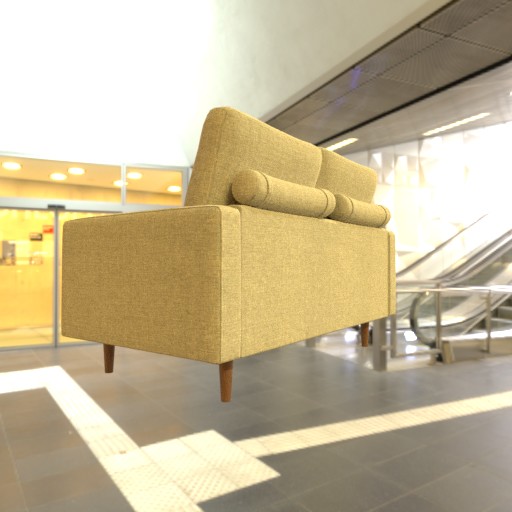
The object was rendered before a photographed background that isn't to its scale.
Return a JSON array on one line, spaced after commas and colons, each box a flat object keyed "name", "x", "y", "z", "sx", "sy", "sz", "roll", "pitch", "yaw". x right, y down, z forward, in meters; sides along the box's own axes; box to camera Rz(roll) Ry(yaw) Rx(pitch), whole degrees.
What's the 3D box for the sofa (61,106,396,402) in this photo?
[{"name": "sofa", "x": 0.000, "y": 0.000, "z": 1.972, "sx": 0.842, "sy": 0.907, "sz": 1.407, "roll": 0, "pitch": -1, "yaw": 36}]
